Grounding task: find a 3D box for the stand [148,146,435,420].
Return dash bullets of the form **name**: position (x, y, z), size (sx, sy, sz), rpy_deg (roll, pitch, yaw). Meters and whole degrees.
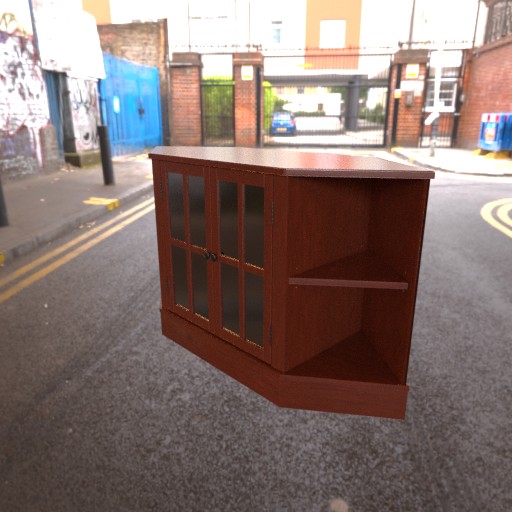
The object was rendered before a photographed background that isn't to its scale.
- **stand**: position (0.000, 0.000, 1.376), size (0.381, 0.614, 1.072), rpy_deg (-16, 24, -41)
